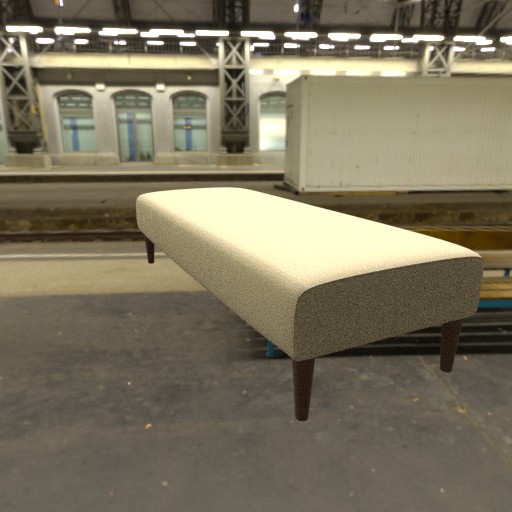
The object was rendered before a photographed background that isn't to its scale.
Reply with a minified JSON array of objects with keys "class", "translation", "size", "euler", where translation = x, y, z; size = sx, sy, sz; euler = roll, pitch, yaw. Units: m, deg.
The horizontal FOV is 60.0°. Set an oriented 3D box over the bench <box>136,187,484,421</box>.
[{"class":"bench","translation":[0.000,0.000,1.812],"size":[0.646,0.393,1.609],"euler":[-8,18,-26]}]
